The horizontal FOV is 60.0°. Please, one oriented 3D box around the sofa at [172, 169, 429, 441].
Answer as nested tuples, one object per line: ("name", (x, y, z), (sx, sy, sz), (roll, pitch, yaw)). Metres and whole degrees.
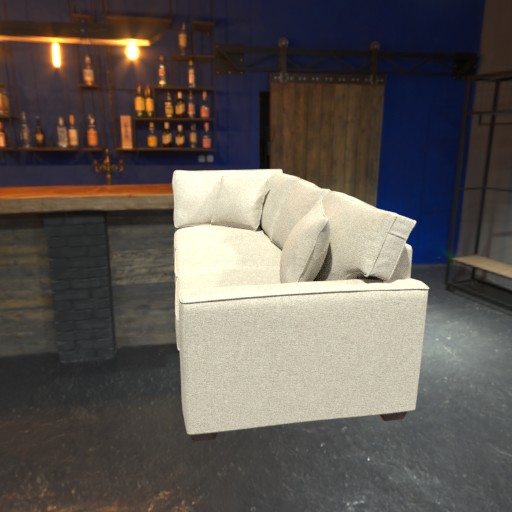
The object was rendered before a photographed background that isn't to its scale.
("sofa", (0.000, 0.000, 2.841), (1.053, 0.948, 2.323), (-3, 15, -9))
